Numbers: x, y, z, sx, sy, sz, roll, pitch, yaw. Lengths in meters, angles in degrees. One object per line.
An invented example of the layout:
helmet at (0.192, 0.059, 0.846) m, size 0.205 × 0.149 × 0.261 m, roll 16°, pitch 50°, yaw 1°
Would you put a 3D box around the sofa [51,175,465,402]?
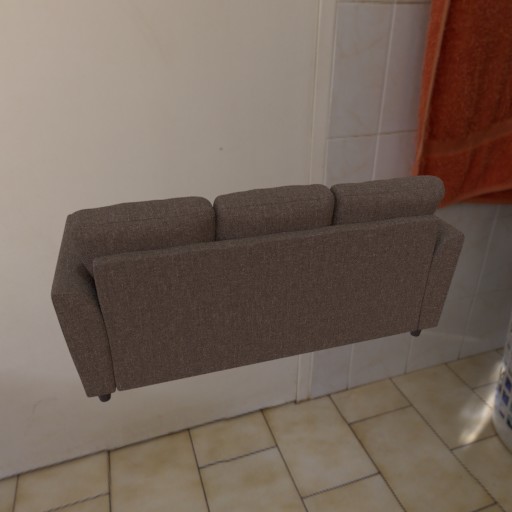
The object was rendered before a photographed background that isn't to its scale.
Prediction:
sofa at (0.000, 0.000, 2.310) m, size 1.847 × 0.891 × 0.837 m, roll -8°, pitch 29°, yaw -15°
